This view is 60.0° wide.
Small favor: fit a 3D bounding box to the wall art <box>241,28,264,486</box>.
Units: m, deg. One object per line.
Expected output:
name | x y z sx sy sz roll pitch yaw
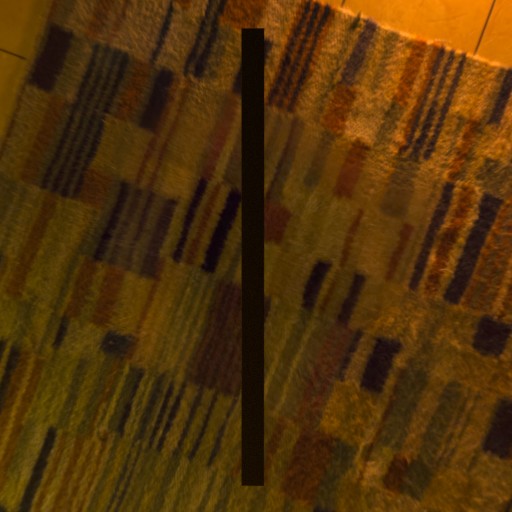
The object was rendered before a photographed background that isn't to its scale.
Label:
wall art | 0.000 0.000 0.772 0.028 0.460 0.561 0 91 1
